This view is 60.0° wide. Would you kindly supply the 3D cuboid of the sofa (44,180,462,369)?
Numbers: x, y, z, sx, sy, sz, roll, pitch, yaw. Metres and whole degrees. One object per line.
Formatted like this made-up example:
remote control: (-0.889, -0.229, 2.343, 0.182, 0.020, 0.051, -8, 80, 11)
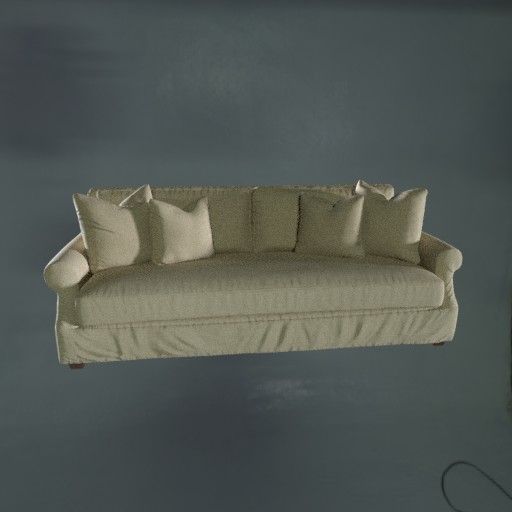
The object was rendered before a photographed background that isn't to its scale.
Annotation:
sofa: (0.000, 0.000, 2.772, 2.285, 0.904, 1.067, -2, 15, -7)
